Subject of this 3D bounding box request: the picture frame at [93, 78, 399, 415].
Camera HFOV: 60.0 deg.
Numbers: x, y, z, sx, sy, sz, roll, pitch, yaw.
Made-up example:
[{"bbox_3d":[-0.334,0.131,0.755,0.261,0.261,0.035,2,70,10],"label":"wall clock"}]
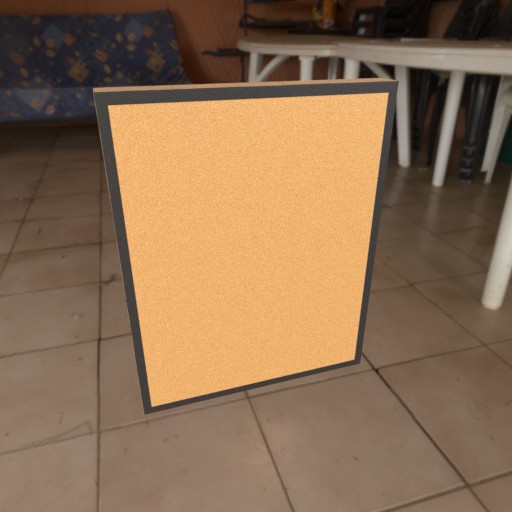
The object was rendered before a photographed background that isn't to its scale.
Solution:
[{"bbox_3d":[0.000,0.000,0.723,0.421,0.526,0.046,-9,28,-16],"label":"picture frame"}]
